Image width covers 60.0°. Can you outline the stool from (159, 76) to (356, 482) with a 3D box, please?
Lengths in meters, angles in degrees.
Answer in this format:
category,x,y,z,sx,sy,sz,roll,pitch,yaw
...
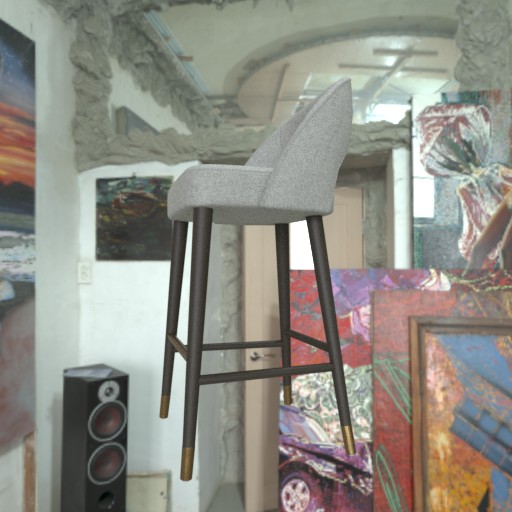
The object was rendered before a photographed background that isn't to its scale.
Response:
category,x,y,z,sx,sy,sz,roll,pitch,yaw
stool,0.000,0.000,1.304,0.509,1.037,0.494,0,-1,-19
